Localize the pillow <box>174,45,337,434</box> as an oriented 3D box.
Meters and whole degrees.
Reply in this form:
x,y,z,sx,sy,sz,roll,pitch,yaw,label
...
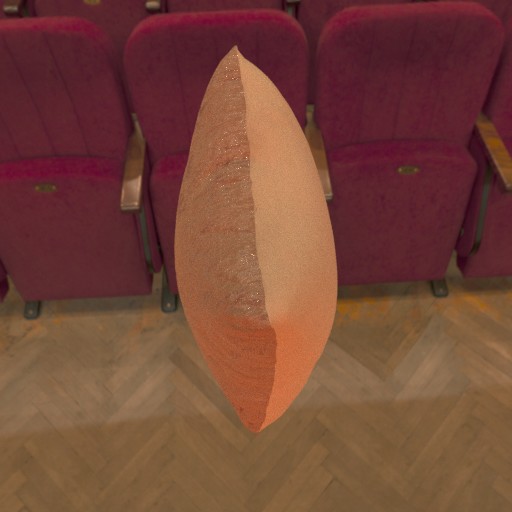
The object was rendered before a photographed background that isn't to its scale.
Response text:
x,y,z,sx,sy,sz,roll,pitch,yaw,label
0.000,0.000,0.704,0.245,0.448,0.450,-3,57,-2,pillow
